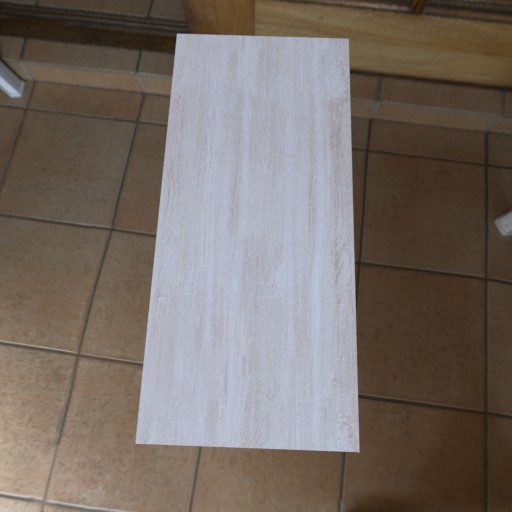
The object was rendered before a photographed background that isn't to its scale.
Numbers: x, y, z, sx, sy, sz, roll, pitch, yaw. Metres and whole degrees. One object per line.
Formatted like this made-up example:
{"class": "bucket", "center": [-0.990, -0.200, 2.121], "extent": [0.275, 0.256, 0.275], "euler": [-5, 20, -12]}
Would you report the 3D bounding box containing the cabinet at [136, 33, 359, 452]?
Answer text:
{"class": "cabinet", "center": [0.000, 0.000, 1.514], "extent": [0.500, 0.780, 1.110], "euler": [2, 74, 1]}
